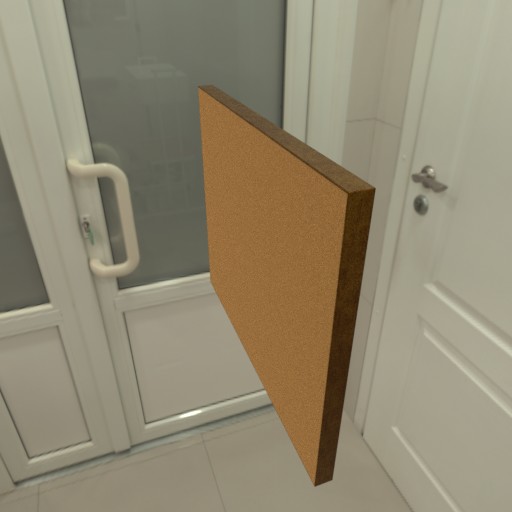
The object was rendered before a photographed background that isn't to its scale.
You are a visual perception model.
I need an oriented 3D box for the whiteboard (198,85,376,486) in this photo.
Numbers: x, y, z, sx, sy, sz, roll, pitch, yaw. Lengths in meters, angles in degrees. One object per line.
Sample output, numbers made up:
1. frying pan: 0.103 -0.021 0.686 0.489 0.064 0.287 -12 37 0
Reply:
1. whiteboard: 0.000 0.000 0.753 0.029 0.457 0.561 -11 33 -18
